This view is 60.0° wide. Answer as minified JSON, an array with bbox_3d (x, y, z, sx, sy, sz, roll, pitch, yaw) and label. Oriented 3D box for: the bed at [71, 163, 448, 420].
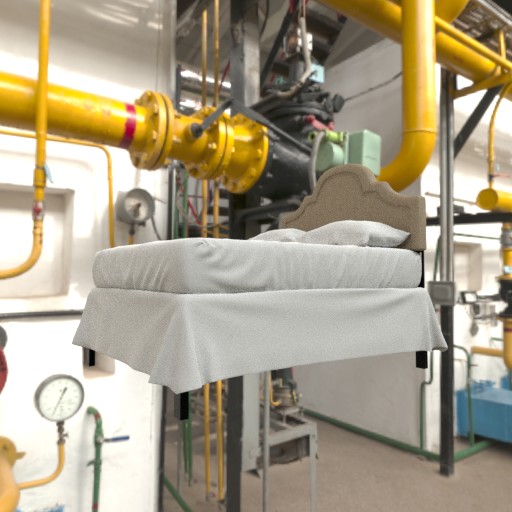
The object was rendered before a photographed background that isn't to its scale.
[{"bbox_3d":[0.000,0.000,3.299,2.222,1.634,1.780,2,-3,-36],"label":"bed"}]
